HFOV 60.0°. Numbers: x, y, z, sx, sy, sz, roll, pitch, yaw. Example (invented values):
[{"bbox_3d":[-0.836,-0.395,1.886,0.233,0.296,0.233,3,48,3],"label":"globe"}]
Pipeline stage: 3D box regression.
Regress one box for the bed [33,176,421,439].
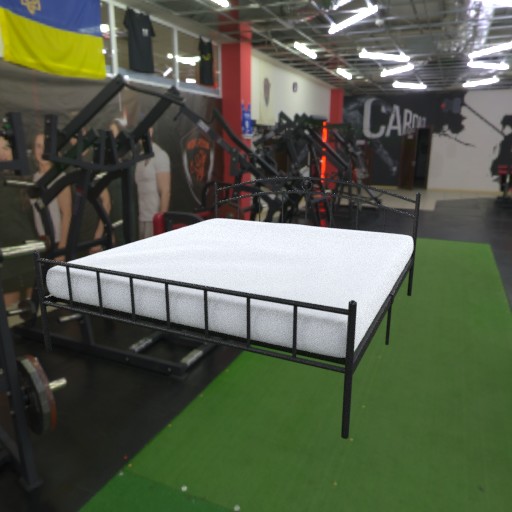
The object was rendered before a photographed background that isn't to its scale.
[{"bbox_3d":[0.000,0.000,3.079,1.880,0.940,2.040,7,16,25],"label":"bed"}]
